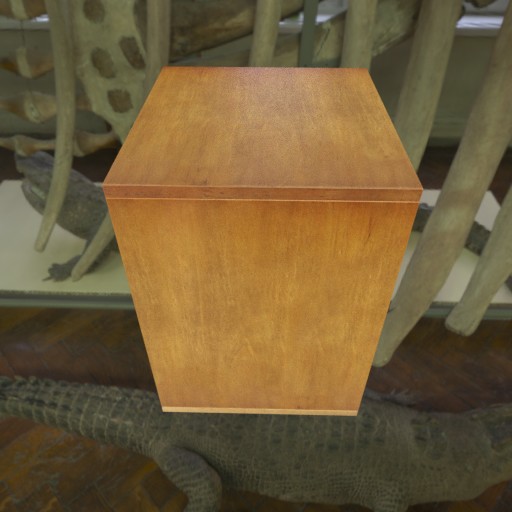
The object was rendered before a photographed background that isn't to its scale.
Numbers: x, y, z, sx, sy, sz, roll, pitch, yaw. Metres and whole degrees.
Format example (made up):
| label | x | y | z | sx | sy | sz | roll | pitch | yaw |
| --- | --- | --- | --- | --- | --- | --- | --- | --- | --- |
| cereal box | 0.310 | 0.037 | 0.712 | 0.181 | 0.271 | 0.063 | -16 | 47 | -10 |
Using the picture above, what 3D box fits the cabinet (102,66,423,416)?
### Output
| label | x | y | z | sx | sy | sz | roll | pitch | yaw |
| --- | --- | --- | --- | --- | --- | --- | --- | --- | --- |
| cabinet | 0.000 | 0.000 | 0.866 | 0.401 | 0.579 | 0.409 | 1 | 42 | 1 |
